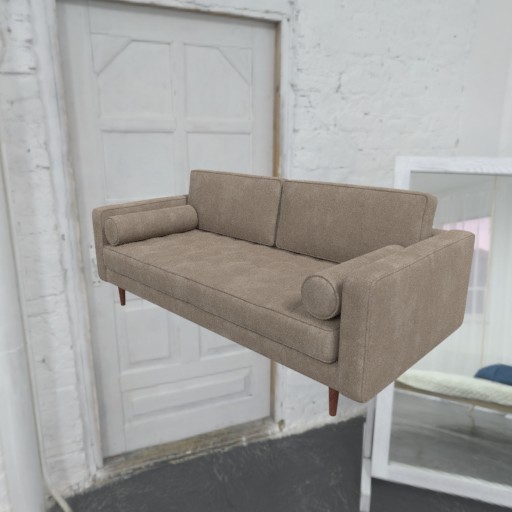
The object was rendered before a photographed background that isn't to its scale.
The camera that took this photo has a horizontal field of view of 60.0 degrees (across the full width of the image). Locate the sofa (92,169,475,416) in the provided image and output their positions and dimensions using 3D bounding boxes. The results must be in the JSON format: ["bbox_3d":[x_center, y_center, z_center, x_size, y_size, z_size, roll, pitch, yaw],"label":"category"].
[{"bbox_3d":[0.000,0.000,2.311,1.883,0.769,0.920,15,22,42],"label":"sofa"}]
